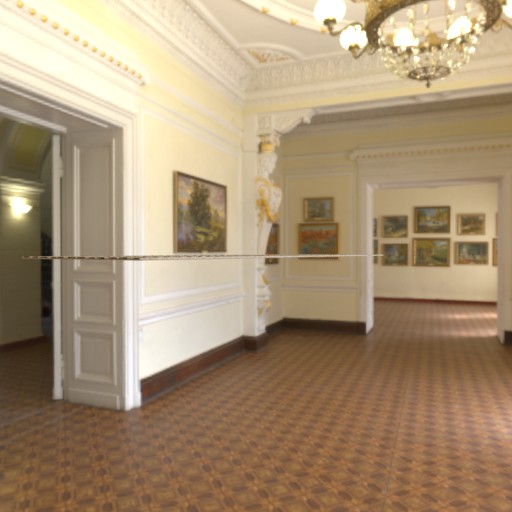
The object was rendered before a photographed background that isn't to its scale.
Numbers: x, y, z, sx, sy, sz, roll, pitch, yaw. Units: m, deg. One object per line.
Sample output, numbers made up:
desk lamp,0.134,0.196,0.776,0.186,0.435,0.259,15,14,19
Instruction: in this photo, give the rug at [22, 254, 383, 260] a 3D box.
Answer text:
rug,0.000,0.000,2.678,0.750,0.009,2.435,0,1,35
